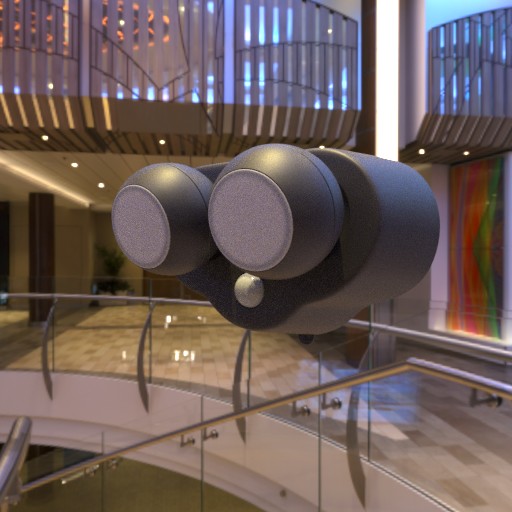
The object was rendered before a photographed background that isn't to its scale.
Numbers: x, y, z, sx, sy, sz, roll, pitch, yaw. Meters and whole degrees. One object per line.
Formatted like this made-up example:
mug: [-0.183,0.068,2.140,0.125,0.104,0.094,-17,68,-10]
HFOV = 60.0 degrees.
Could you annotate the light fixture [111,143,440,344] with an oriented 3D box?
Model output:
light fixture: [0.000,0.000,0.336,0.229,0.159,0.159,0,0,36]
